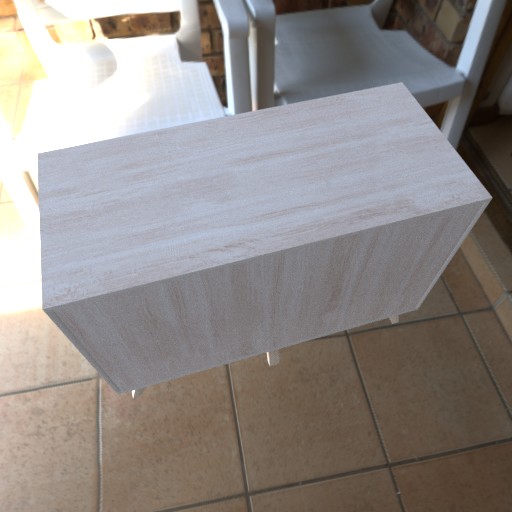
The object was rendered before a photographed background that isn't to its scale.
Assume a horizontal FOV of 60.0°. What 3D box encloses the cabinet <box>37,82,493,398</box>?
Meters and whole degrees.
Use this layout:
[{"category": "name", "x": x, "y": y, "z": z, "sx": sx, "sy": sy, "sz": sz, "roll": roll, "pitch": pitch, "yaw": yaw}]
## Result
[{"category": "cabinet", "x": 0.000, "y": 0.000, "z": 1.500, "sx": 1.110, "sy": 0.780, "sz": 0.500, "roll": -14, "pitch": 57, "yaw": -9}]
